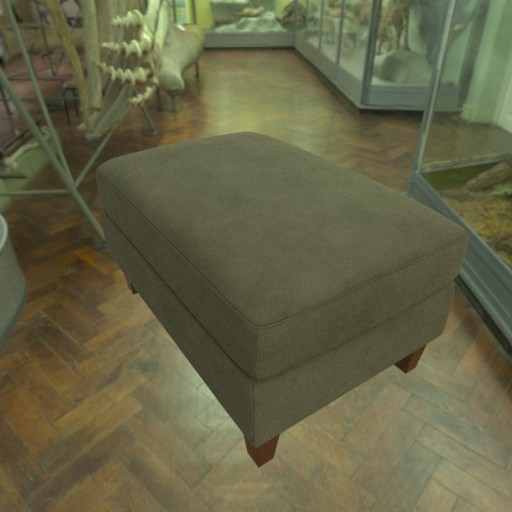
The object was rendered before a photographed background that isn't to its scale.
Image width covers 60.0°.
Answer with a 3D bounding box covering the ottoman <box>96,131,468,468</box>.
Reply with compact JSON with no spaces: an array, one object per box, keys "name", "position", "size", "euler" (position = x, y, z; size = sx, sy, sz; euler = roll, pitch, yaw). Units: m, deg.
[{"name":"ottoman","position":[0.000,0.000,1.203],"size":[0.584,0.483,0.864],"euler":[-20,38,-28]}]
